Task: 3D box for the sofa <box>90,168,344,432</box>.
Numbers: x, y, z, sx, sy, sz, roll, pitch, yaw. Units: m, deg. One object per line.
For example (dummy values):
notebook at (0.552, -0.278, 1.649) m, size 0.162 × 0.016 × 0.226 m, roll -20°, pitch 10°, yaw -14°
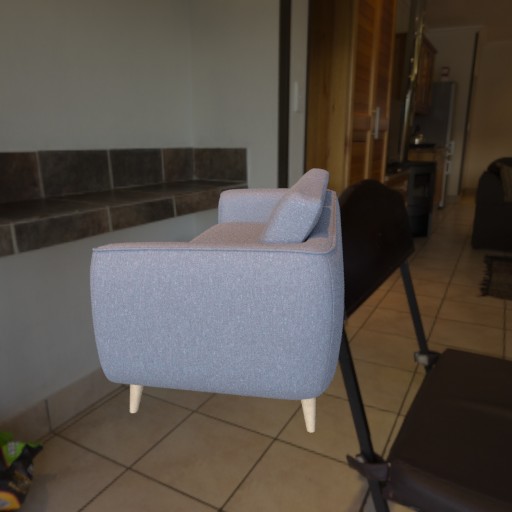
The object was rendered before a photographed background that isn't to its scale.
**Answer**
sofa at (0.000, 0.000, 2.467) m, size 0.920 × 0.870 × 2.000 m, roll 2°, pitch 15°, yaw 10°
